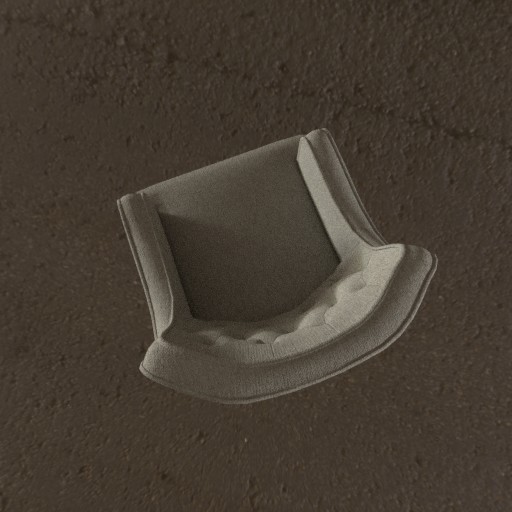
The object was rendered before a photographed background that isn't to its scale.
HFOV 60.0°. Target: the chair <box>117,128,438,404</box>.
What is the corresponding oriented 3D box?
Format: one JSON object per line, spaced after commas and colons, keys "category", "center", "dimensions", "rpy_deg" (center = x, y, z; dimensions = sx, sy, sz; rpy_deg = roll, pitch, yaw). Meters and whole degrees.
{"category": "chair", "center": [0.000, 0.000, 1.598], "dimensions": [0.820, 0.920, 0.910], "rpy_deg": [-20, 77, -5]}
